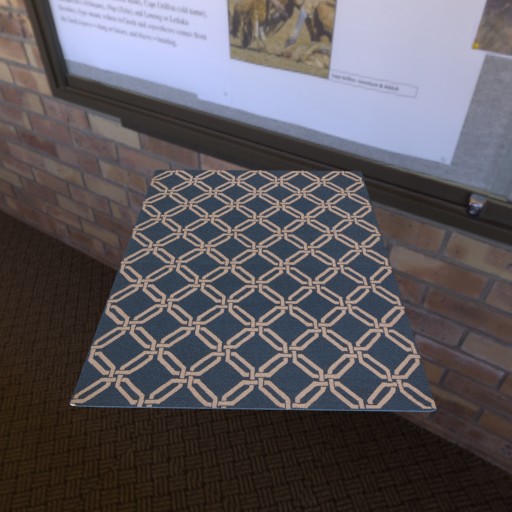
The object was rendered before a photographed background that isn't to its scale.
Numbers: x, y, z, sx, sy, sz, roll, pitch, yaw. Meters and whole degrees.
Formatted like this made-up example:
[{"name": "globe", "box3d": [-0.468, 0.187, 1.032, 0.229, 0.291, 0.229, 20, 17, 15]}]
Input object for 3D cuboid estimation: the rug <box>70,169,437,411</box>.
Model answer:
[{"name": "rug", "box3d": [0.000, 0.000, 3.808, 2.277, 0.020, 2.867, 1, 41, 1]}]
